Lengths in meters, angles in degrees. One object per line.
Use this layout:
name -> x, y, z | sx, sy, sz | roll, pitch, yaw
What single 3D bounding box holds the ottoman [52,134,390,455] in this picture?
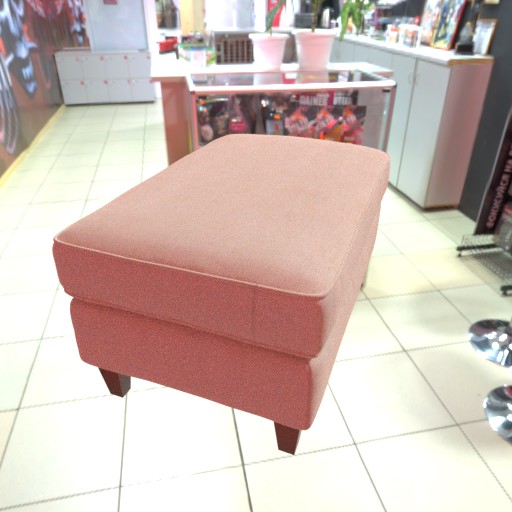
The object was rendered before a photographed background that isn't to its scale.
ottoman -> 0.000, 0.000, 1.221 | 0.583, 0.484, 0.862 | 11, 32, 18
